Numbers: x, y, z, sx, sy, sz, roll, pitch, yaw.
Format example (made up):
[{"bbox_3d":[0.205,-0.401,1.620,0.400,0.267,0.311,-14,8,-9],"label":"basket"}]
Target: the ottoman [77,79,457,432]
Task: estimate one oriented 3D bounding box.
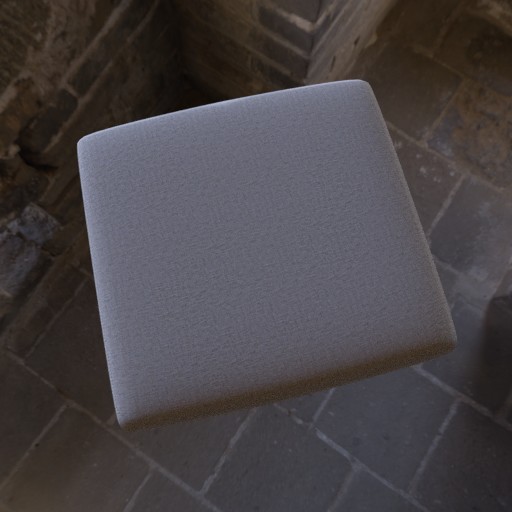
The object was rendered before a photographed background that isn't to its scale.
[{"bbox_3d":[0.000,0.000,1.045,0.655,0.399,0.648,-13,76,-3],"label":"ottoman"}]
